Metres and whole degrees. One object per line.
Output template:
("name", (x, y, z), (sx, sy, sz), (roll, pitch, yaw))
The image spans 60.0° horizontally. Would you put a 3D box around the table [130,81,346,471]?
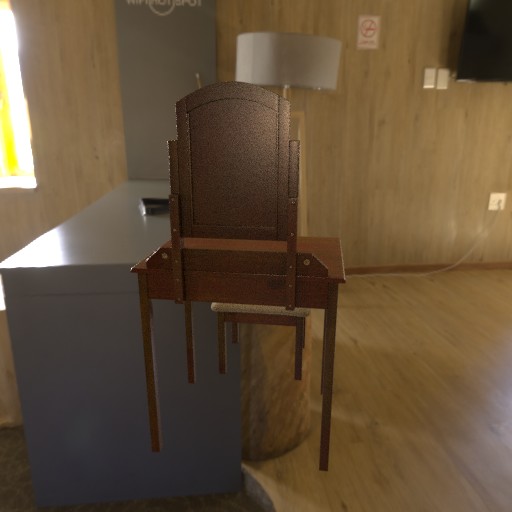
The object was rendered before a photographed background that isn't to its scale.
("table", (0.000, 0.000, 2.348), (0.876, 1.631, 1.211), (2, 17, 8))
